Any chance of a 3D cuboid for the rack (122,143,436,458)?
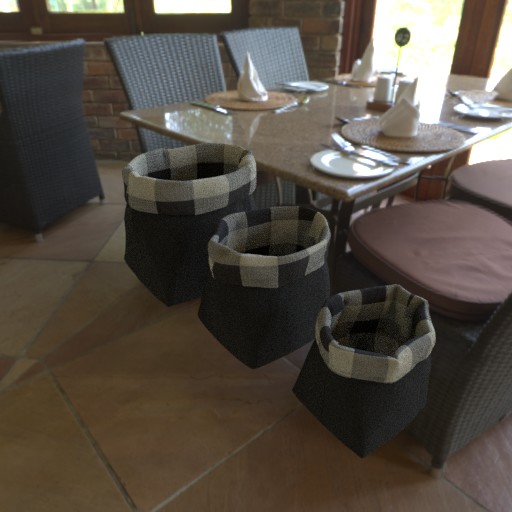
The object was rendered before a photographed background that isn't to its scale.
[{"bbox_3d":[0.000,0.000,1.032,0.370,0.329,0.889,-21,36,-32],"label":"rack"}]
